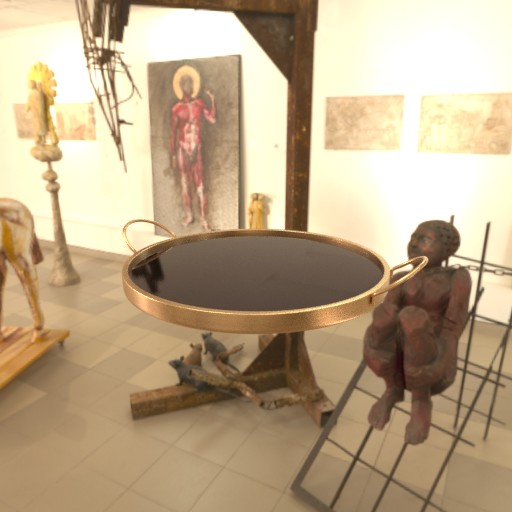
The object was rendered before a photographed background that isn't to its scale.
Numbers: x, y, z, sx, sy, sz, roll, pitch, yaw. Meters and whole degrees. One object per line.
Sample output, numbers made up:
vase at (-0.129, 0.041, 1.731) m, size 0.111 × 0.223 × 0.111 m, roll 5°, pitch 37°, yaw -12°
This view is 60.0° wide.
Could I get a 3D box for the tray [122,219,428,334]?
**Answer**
tray at (0.000, 0.000, 0.750) m, size 0.543 × 0.069 × 0.438 m, roll 9°, pitch 20°, yaw 27°
